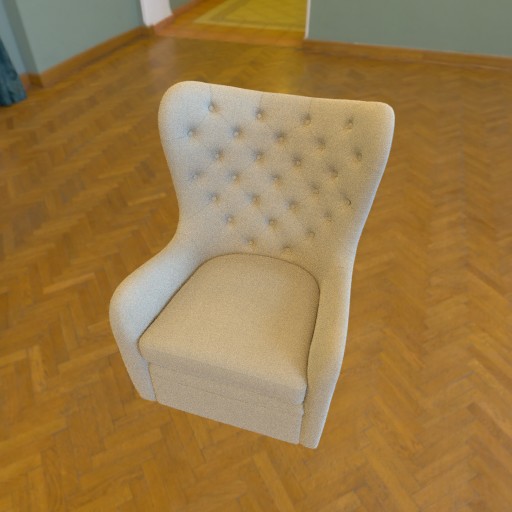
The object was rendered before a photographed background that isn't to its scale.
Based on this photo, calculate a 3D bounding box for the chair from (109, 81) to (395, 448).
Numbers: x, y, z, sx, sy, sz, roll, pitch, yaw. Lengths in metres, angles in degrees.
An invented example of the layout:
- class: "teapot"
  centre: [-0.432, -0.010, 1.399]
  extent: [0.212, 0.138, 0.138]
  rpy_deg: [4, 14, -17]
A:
- class: "chair"
  centre: [0.000, 0.000, 1.734]
  extent: [0.831, 1.079, 0.929]
  rpy_deg: [11, 42, 13]
